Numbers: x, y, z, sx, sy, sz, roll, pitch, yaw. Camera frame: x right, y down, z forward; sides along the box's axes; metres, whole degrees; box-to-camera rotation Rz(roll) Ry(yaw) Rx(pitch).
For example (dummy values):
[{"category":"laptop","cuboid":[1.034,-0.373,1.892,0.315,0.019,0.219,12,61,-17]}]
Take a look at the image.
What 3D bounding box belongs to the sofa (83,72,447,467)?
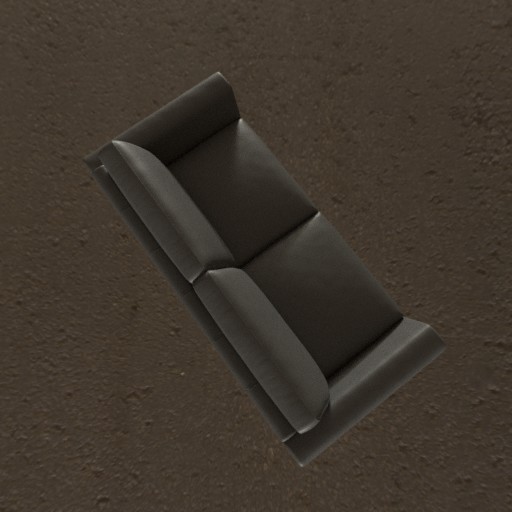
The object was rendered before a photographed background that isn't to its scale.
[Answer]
[{"category":"sofa","cuboid":[0.000,0.000,2.520,0.953,0.875,2.017,-36,79,-8]}]
